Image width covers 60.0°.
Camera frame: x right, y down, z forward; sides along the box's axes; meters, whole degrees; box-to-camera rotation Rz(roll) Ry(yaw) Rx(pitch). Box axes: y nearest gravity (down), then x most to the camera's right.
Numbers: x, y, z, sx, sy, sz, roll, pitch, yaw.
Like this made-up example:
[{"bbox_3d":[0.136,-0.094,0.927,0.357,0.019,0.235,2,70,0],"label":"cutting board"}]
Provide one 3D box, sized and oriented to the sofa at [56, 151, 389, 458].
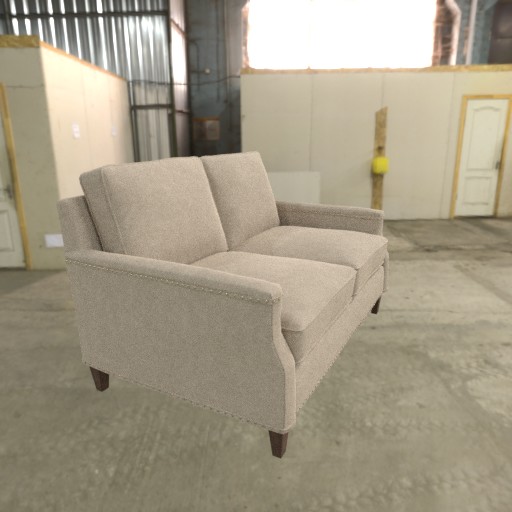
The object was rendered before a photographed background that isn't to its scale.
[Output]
[{"bbox_3d":[0.000,0.000,2.297,1.084,1.002,1.597,9,18,27],"label":"sofa"}]
